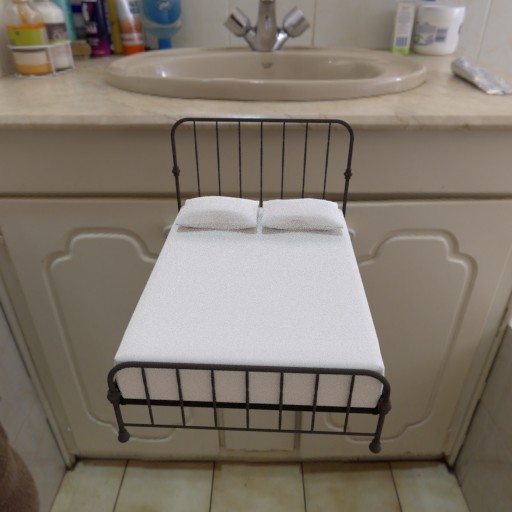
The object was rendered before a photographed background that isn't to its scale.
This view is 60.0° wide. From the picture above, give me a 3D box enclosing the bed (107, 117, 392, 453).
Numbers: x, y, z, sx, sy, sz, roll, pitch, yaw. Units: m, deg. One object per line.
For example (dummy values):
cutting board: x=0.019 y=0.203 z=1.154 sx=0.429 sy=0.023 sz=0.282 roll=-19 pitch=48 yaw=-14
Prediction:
bed: x=0.000 y=0.000 z=3.217 sx=1.616 sy=1.446 sz=2.134 roll=1 pitch=32 yaw=2
